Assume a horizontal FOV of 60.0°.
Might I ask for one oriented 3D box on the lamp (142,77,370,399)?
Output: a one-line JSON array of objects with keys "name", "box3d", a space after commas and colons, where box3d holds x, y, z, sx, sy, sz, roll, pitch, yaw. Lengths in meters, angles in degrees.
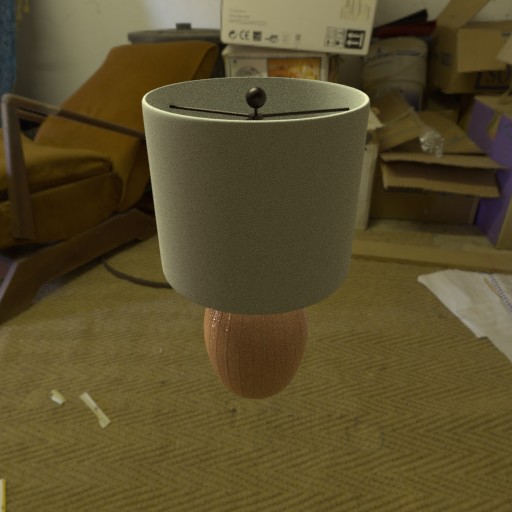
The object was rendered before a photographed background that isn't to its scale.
[{"name": "lamp", "box3d": [0.000, 0.000, 0.788, 0.329, 0.570, 0.329, 0, 30, 0]}]
